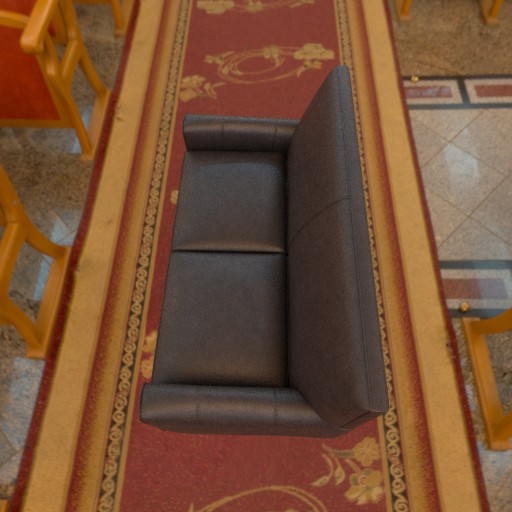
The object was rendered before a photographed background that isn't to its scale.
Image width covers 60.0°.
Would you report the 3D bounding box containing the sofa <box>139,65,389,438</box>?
[{"bbox_3d":[0.000,0.000,1.966,0.787,0.871,1.473,1,60,1],"label":"sofa"}]
